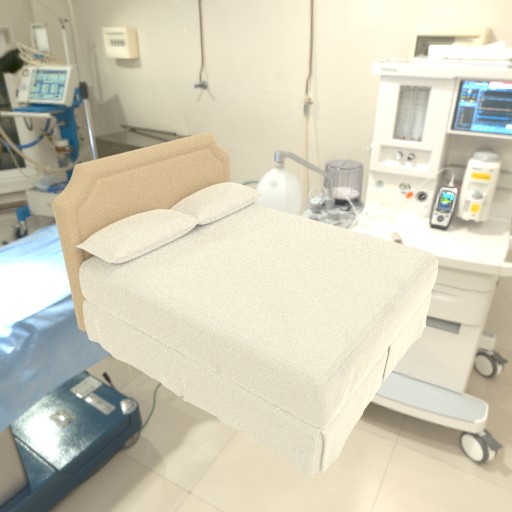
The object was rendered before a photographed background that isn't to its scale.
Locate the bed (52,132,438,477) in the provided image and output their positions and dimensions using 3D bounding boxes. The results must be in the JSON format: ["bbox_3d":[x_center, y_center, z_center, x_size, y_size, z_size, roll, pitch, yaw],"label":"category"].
[{"bbox_3d":[0.000,0.000,3.790,2.548,1.524,2.134,19,33,32],"label":"bed"}]
